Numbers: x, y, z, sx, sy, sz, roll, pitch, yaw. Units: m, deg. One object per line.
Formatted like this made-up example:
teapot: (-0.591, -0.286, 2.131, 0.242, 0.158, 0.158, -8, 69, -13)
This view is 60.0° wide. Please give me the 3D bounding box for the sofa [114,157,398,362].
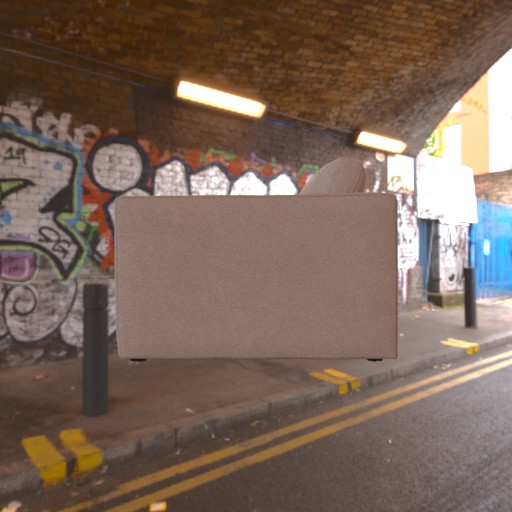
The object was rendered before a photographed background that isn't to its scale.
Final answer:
sofa: (0.000, 0.000, 2.784, 1.090, 0.838, 2.588, 0, 0, 0)
